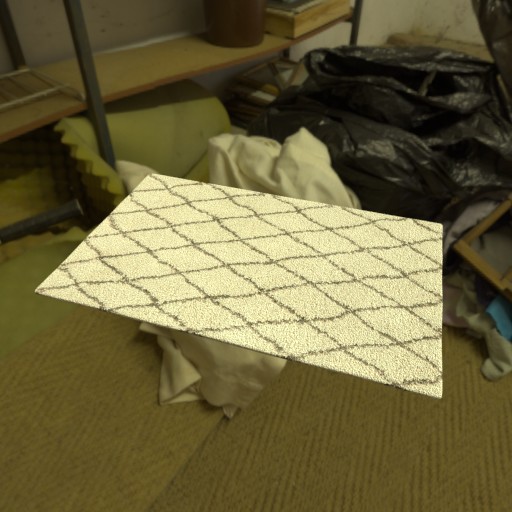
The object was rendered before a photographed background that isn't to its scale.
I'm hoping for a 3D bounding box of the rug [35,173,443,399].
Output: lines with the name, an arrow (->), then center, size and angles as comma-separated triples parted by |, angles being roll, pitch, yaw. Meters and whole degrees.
rug -> 0.000, 0.000, 3.044 | 2.438, 0.030, 1.524 | 12, 42, 13
